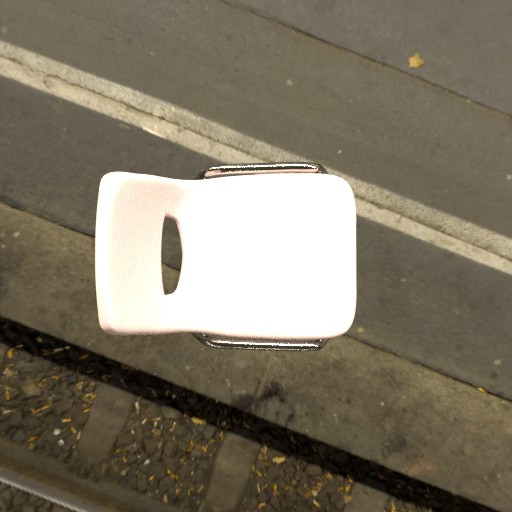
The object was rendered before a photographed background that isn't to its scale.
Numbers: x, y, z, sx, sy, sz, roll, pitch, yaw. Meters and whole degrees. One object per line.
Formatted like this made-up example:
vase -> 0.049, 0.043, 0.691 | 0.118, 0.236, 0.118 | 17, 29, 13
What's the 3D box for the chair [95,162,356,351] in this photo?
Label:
chair -> 0.000, 0.000, 0.792 | 0.385, 0.537, 0.354 | 0, 89, 0
